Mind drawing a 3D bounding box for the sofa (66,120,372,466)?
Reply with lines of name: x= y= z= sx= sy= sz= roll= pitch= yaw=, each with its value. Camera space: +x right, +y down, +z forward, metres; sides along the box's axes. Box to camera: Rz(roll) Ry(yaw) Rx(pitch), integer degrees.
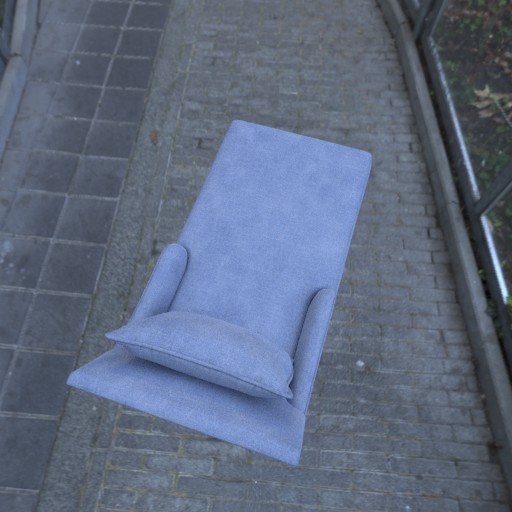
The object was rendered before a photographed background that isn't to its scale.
sofa: x=0.000 y=0.000 z=2.257 sx=0.904 sy=0.883 sz=1.779 roll=16 pitch=64 yaw=8
